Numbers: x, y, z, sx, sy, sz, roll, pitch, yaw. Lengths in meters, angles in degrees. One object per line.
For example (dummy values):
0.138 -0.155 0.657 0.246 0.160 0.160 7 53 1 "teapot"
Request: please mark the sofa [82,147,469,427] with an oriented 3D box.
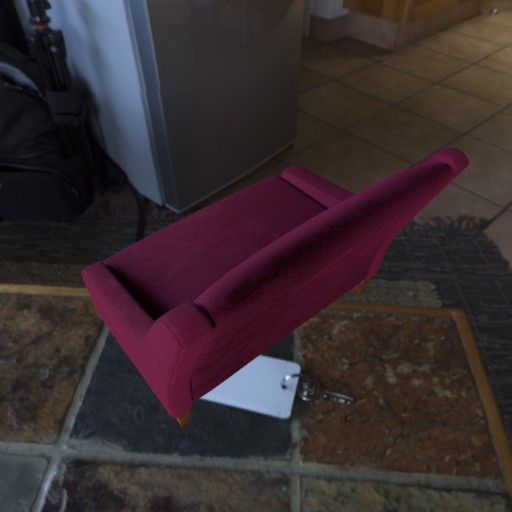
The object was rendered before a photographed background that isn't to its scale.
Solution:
0.000 0.000 1.897 1.242 0.976 0.946 -31 53 -27 "sofa"
